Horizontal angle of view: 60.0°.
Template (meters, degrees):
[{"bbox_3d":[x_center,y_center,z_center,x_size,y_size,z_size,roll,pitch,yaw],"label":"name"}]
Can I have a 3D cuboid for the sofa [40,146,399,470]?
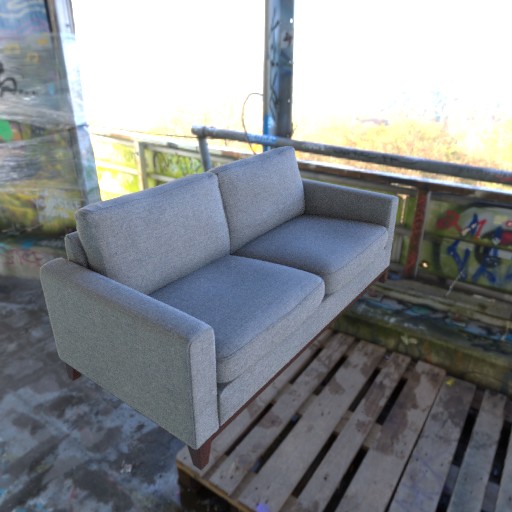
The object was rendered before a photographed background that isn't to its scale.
[{"bbox_3d":[0.000,0.000,2.493,0.969,0.892,1.978,18,31,32],"label":"sofa"}]
